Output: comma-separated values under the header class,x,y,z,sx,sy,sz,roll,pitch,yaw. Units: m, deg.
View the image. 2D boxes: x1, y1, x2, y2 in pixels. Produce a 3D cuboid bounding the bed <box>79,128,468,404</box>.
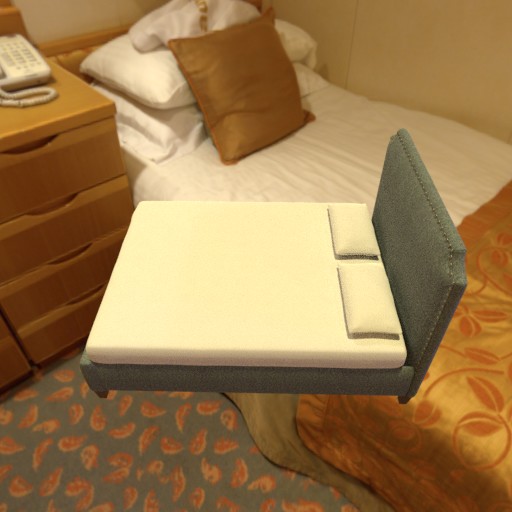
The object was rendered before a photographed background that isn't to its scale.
class,x,y,z,sx,sy,sz,roll,pitch,yaw
bed,0.000,0.000,3.412,2.372,1.443,1.712,1,42,1
